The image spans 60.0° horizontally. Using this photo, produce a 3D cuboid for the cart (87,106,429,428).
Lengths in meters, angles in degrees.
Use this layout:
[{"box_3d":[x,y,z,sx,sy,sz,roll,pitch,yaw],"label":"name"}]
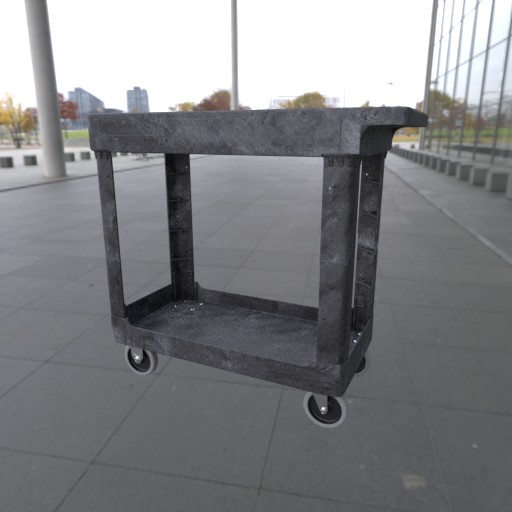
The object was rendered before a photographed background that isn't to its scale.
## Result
[{"box_3d":[0.000,0.000,1.348,0.877,0.824,0.420,7,17,25],"label":"cart"}]
